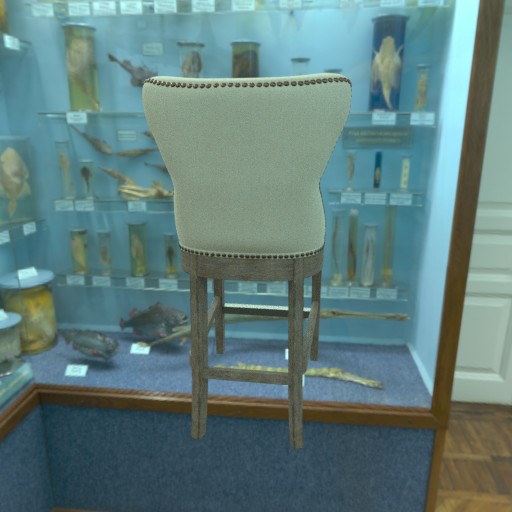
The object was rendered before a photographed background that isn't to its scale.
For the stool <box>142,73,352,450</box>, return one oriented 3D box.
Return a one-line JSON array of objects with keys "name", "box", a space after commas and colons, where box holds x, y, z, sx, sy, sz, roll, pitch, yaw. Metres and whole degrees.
[{"name": "stool", "box": [0.000, 0.000, 1.350, 0.498, 0.981, 0.608, 2, 16, 8]}]
